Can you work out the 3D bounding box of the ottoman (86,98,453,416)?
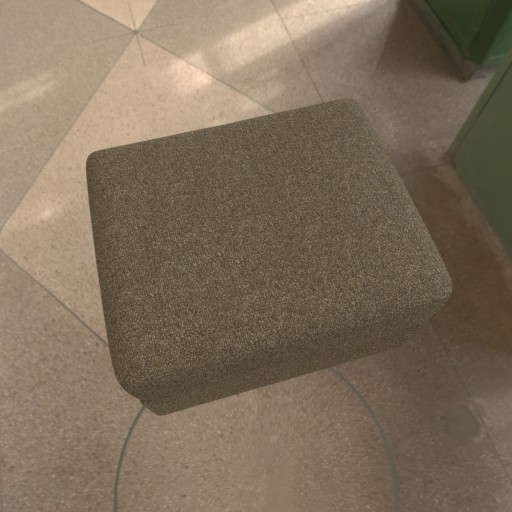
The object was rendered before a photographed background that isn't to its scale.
[{"bbox_3d":[0.000,0.000,1.158,0.742,0.476,0.598,-14,64,-7],"label":"ottoman"}]
